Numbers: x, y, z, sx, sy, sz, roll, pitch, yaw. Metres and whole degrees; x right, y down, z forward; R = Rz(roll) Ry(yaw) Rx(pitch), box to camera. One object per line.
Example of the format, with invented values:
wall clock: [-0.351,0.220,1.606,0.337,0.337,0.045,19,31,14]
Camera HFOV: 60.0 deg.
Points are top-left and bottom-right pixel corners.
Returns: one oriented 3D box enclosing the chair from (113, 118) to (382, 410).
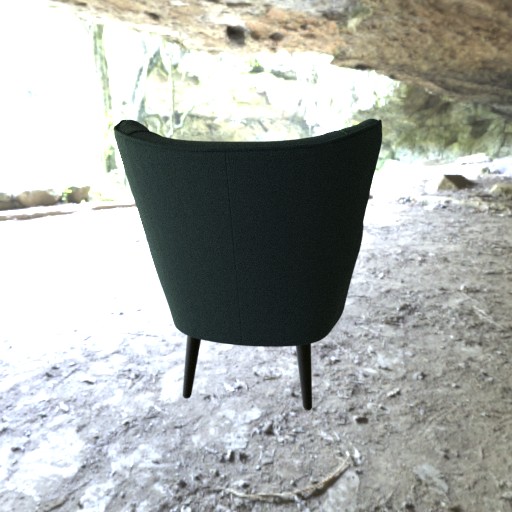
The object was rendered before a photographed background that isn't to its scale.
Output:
chair: [0.000,0.000,1.591,0.781,0.933,0.888,3,16,9]
